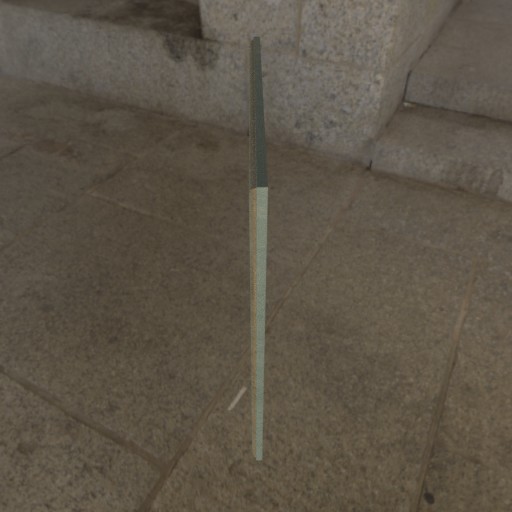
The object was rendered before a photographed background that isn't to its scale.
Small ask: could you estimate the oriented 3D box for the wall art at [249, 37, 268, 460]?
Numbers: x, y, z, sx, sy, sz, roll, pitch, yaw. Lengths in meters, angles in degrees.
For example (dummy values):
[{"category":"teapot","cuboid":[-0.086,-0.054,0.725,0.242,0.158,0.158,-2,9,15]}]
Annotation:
[{"category":"wall art","cuboid":[0.000,0.000,1.302,0.030,0.983,0.767,0,42,0]}]
